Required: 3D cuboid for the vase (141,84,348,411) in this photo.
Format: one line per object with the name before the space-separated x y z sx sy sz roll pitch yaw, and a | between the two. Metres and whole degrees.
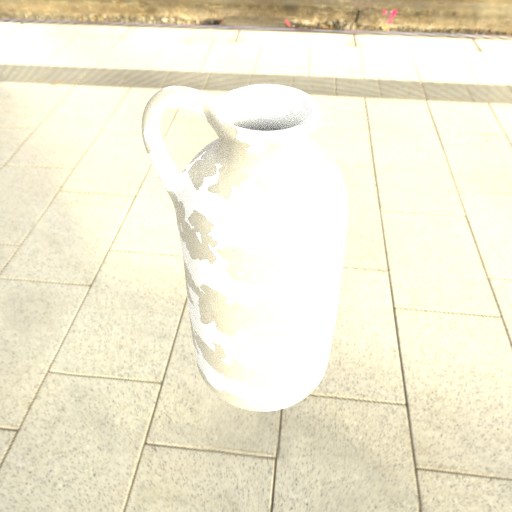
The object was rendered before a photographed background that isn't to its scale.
vase | 0.000 0.000 0.493 0.203 0.382 0.186 3 45 3
